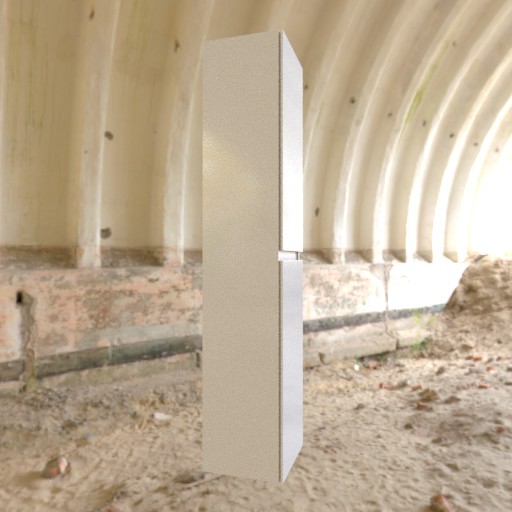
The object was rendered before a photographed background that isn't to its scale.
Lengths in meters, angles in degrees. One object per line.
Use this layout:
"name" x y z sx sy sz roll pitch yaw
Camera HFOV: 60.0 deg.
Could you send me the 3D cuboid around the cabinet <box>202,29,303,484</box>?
"cabinet" 0.000 0.000 1.548 0.270 1.400 0.300 0 0 18
